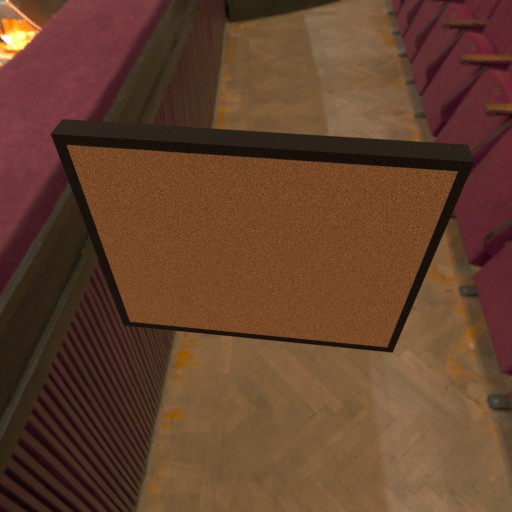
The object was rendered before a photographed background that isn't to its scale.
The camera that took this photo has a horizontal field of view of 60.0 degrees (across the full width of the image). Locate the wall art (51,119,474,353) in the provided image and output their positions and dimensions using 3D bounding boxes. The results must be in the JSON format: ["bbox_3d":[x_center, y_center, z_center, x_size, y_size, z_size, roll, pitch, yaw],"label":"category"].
[{"bbox_3d":[0.000,0.000,0.540,0.397,0.325,0.028,5,47,5],"label":"wall art"}]
